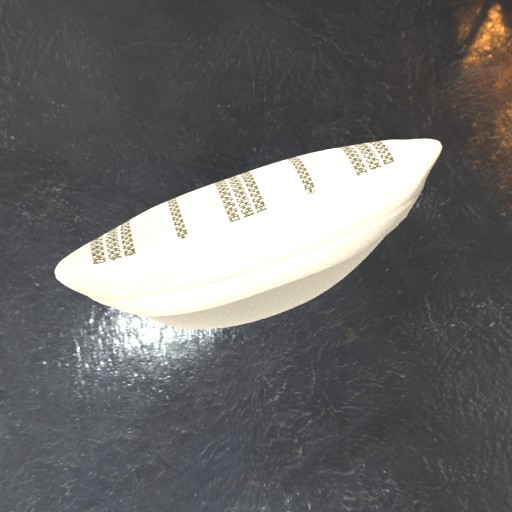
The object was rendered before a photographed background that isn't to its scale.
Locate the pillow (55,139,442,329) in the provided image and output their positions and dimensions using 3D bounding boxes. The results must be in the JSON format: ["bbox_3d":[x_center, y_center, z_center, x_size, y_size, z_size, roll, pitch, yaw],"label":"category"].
[{"bbox_3d":[0.000,0.000,0.625,0.405,0.406,0.173,-19,77,-5],"label":"pillow"}]
